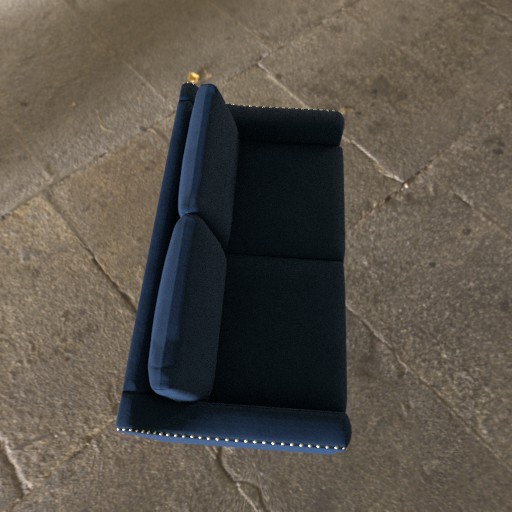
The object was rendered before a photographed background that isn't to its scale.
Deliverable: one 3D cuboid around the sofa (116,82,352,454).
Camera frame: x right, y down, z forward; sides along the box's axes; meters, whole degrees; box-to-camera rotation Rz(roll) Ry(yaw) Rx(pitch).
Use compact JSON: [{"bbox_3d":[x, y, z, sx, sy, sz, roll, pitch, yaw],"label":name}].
[{"bbox_3d":[0.000,0.000,2.679,1.104,0.983,2.107,4,64,2],"label":"sofa"}]
